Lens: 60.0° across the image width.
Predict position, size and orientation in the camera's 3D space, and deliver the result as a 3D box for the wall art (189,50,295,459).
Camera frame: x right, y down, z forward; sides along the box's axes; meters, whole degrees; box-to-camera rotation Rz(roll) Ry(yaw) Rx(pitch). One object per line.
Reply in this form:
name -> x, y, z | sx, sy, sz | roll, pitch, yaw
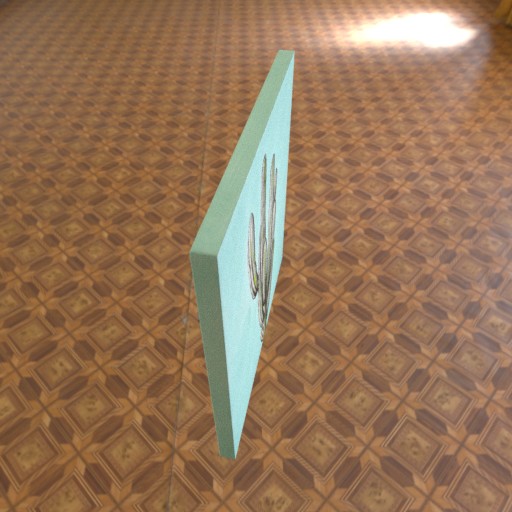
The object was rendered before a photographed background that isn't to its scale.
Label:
wall art -> 0.000, 0.000, 1.625 | 0.070, 1.073, 1.071 | 8, 46, 8
